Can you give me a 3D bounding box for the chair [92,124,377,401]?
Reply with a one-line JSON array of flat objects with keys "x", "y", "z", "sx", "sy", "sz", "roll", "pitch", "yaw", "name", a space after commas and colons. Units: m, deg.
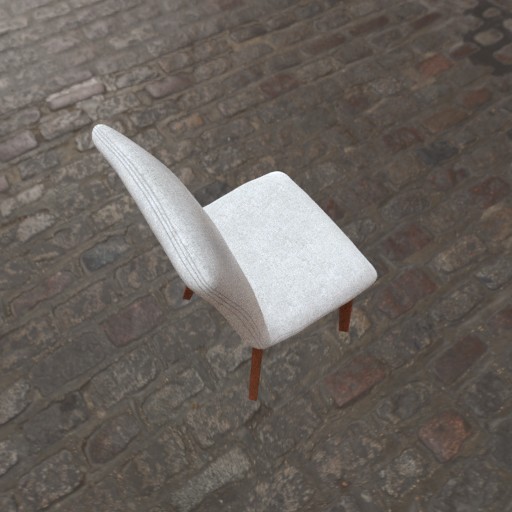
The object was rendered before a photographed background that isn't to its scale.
[{"x": 0.000, "y": 0.000, "z": 1.312, "sx": 0.563, "sy": 0.974, "sz": 0.522, "roll": -31, "pitch": 64, "yaw": -17, "name": "chair"}]
